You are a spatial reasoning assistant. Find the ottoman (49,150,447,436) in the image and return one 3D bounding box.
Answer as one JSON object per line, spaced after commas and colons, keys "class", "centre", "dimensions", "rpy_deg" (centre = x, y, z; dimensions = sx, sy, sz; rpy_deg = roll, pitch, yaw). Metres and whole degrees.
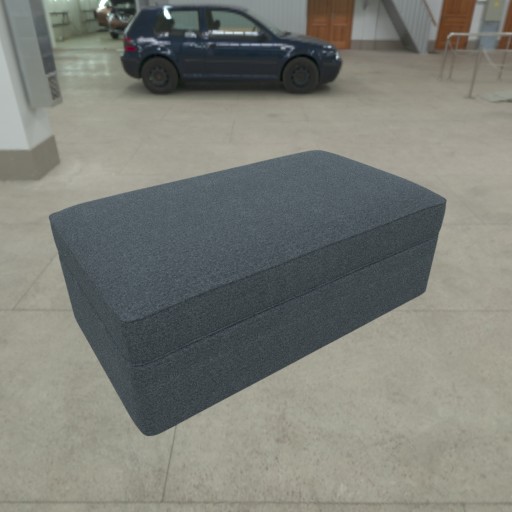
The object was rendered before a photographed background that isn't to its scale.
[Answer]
{"class": "ottoman", "centre": [0.000, 0.000, 1.561], "dimensions": [1.173, 0.494, 0.681], "rpy_deg": [-20, 36, -30]}
